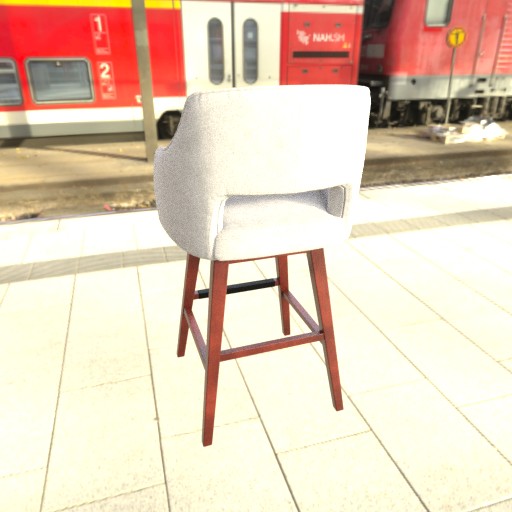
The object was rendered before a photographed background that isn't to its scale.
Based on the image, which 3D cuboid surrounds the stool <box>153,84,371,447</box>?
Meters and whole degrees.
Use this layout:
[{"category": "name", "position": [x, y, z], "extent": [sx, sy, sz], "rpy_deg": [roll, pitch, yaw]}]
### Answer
[{"category": "stool", "position": [0.000, 0.000, 1.360], "extent": [0.548, 1.012, 0.558], "rpy_deg": [-8, 26, -17]}]
